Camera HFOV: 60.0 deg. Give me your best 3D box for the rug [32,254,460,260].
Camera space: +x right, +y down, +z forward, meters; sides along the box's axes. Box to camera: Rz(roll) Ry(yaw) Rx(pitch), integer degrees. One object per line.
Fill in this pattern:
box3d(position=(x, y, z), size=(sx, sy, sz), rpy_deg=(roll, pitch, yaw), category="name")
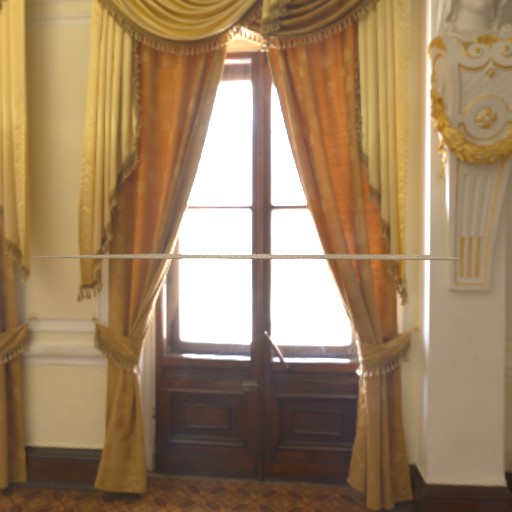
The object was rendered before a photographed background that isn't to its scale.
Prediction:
box3d(position=(0.000, 0.000, 3.103), size=(2.442, 0.016, 1.527), rpy_deg=(0, 1, 18), category="rug")
